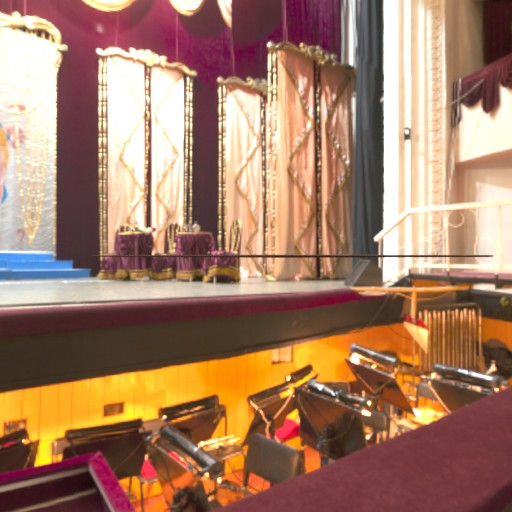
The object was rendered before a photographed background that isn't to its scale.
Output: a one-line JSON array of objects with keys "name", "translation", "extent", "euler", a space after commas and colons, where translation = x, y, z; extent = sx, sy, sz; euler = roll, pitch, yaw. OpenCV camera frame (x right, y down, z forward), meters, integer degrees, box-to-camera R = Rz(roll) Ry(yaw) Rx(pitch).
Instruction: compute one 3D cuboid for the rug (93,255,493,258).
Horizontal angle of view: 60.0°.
[{"name": "rug", "translation": [0.000, 0.000, 3.071], "extent": [1.554, 0.011, 2.476], "euler": [0, 0, -35]}]
